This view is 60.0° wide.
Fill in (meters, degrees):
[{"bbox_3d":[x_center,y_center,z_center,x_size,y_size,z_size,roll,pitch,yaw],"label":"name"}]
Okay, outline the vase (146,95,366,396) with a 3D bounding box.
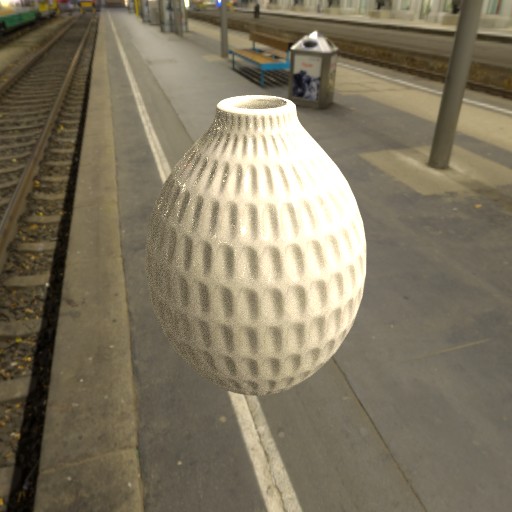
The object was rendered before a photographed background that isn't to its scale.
[{"bbox_3d":[0.000,0.000,0.333,0.162,0.223,0.162,0,30,0],"label":"vase"}]
